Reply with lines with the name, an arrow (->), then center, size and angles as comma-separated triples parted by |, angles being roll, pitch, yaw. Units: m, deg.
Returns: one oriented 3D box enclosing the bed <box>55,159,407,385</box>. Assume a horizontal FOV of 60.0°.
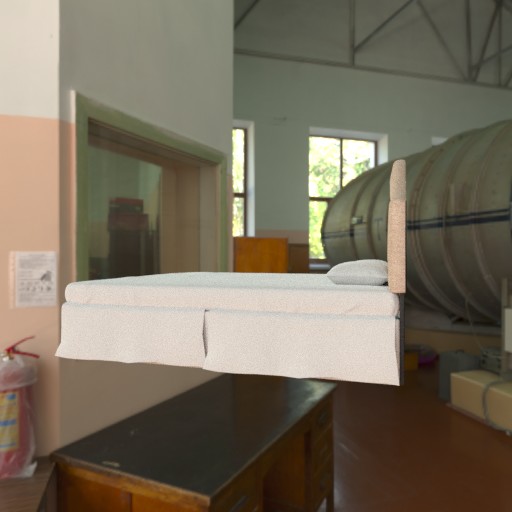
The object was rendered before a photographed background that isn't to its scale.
bed -> 0.000, 0.000, 3.070 | 1.970, 1.194, 1.667 | 0, 0, 18
